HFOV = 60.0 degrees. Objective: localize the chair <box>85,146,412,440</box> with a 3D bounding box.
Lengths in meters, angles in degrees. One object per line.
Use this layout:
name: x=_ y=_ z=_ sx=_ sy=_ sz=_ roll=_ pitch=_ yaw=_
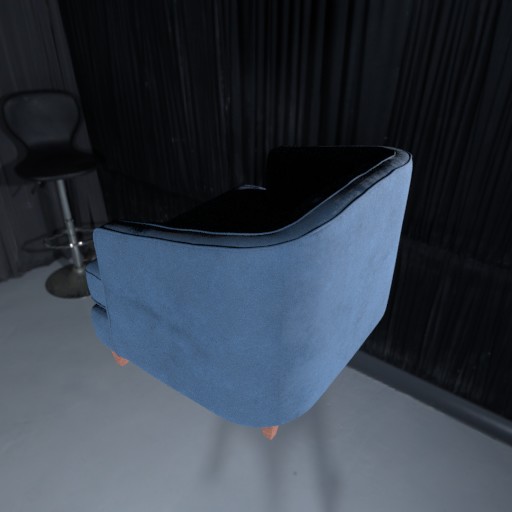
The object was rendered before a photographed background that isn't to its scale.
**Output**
chair: x=0.000 y=0.000 z=1.800 sx=0.940 sy=0.852 sz=1.094 roll=21 pitch=37 yaw=31
